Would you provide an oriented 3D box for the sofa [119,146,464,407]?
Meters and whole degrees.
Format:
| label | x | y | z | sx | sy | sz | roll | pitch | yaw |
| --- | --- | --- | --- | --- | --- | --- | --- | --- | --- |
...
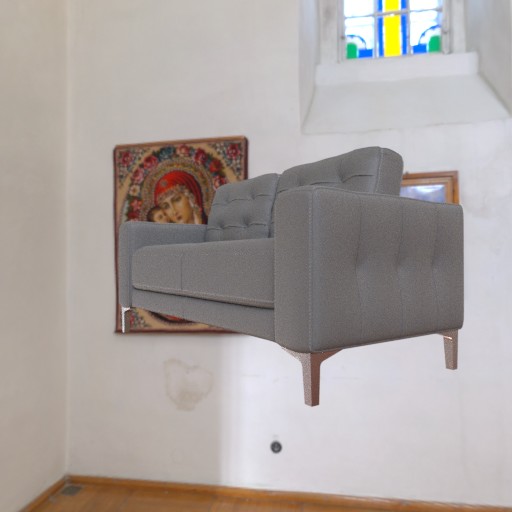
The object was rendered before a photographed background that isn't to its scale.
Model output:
| label | x | y | z | sx | sy | sz | roll | pitch | yaw |
| --- | --- | --- | --- | --- | --- | --- | --- | --- | --- |
| sofa | 0.000 | 0.000 | 2.187 | 0.833 | 0.892 | 1.726 | 0 | -1 | -35 |
